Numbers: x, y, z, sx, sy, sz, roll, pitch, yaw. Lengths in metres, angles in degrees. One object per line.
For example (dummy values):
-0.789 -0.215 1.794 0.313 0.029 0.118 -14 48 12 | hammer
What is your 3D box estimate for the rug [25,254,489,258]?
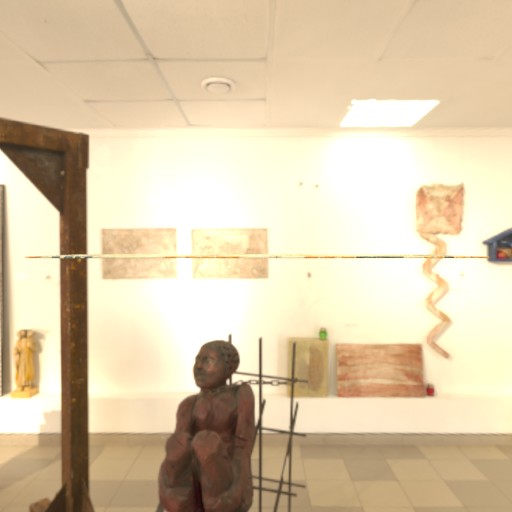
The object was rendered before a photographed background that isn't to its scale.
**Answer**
0.000 0.000 2.695 2.437 0.010 0.783 0 1 0 | rug
